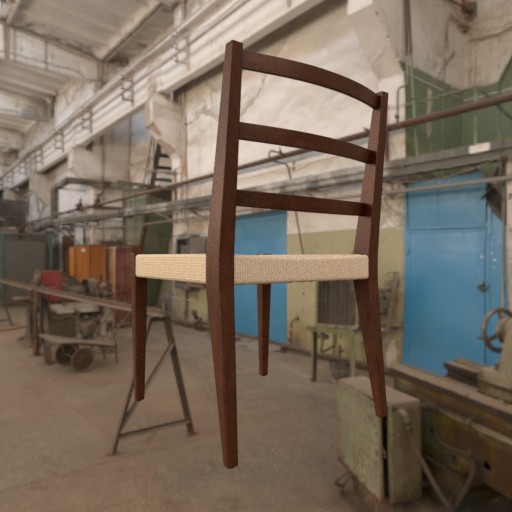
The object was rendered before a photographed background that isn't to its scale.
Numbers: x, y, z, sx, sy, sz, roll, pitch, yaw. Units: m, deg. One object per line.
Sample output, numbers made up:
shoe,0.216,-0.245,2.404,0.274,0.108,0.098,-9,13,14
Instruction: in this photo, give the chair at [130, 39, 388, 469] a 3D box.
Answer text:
chair,0.000,0.000,1.165,0.480,0.813,0.551,0,0,-36
